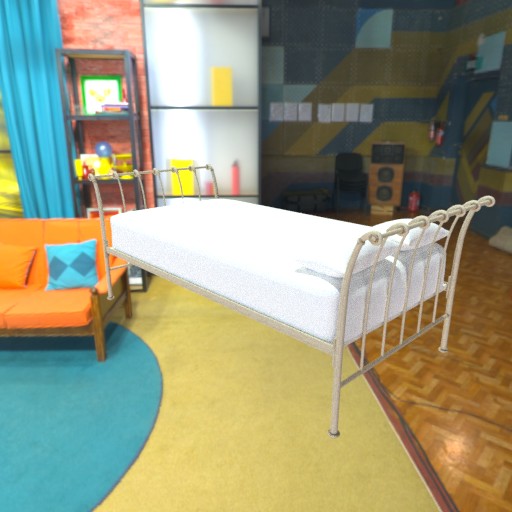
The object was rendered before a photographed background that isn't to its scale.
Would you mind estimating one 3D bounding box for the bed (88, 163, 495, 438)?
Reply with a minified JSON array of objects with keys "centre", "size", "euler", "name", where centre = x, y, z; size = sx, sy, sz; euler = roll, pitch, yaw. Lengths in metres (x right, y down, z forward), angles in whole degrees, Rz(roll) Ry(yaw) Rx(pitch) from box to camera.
[{"centre":[0.000,0.000,2.652],"size":[1.032,0.873,2.228],"euler":[-16,23,-41],"name":"bed"}]
